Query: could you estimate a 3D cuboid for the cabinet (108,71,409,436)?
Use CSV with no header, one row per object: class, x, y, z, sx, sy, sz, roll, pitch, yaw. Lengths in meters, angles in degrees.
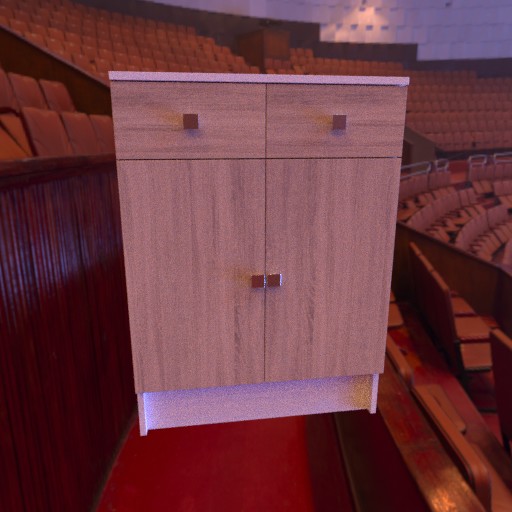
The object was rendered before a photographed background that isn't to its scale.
cabinet,0.000,0.000,1.109,0.600,0.815,0.296,-2,16,-8
